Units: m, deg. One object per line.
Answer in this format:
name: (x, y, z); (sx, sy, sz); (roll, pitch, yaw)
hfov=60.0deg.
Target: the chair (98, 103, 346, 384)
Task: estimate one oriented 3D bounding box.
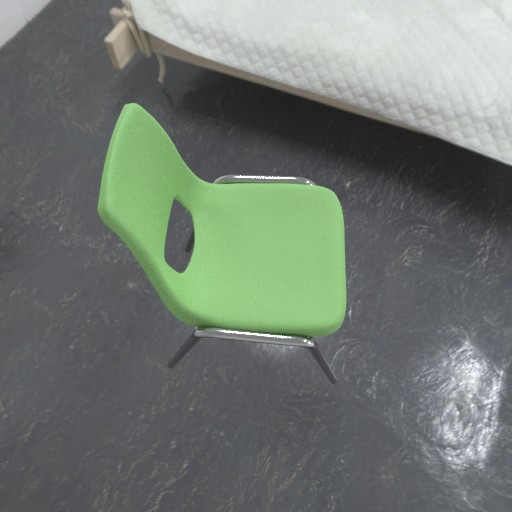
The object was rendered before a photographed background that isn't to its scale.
chair: (0.000, 0.000, 0.924); (0.436, 0.653, 0.381); (3, 64, 2)
